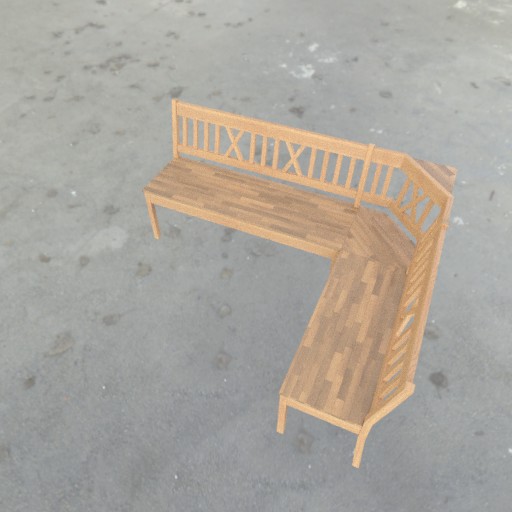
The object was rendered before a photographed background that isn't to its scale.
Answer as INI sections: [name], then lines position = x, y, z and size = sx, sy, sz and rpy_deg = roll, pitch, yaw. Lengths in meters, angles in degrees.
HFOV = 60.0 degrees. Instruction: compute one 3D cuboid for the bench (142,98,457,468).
[bench]
position = 0.000, 0.000, 2.686
size = 1.937, 0.902, 1.537
rpy_deg = 18, 50, 16
